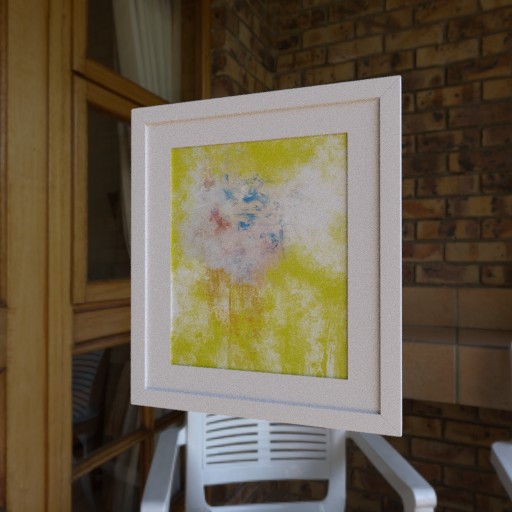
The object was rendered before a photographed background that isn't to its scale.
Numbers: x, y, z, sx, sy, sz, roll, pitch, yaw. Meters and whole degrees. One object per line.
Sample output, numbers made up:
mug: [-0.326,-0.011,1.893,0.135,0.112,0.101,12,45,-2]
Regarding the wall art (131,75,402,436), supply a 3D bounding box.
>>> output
wall art: [0.000,0.000,0.531,0.331,0.381,0.028,0,0,19]
